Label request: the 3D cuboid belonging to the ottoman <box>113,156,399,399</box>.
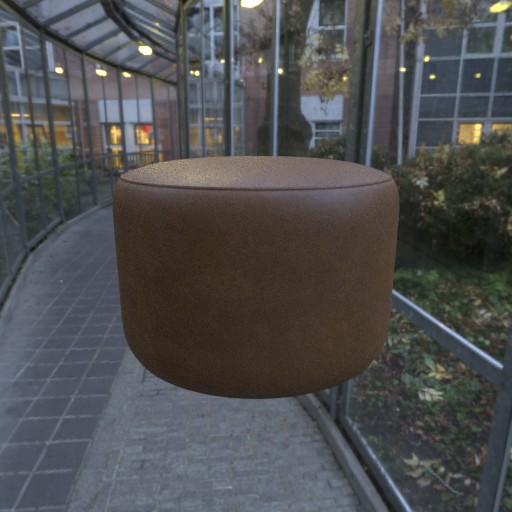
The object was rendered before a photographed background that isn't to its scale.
[{"bbox_3d":[0.000,0.000,1.015,0.607,0.438,0.607,0,15,0],"label":"ottoman"}]
